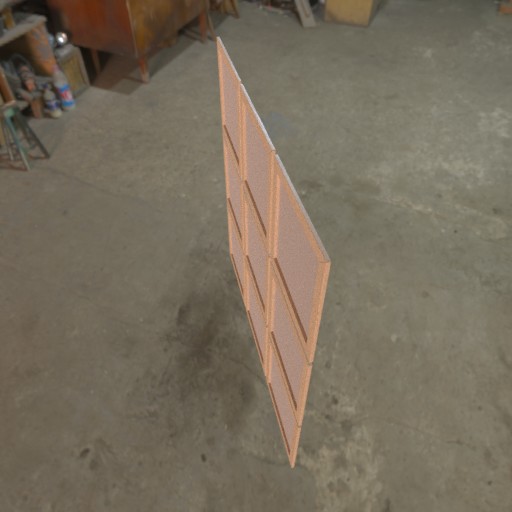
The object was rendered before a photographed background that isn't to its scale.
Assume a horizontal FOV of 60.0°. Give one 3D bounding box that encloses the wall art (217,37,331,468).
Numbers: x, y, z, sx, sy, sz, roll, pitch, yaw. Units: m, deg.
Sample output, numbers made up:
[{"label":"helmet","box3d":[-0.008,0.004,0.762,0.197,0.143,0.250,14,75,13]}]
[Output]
[{"label":"wall art","box3d":[0.000,0.000,2.168,0.014,1.507,1.519,-10,47,-10]}]
